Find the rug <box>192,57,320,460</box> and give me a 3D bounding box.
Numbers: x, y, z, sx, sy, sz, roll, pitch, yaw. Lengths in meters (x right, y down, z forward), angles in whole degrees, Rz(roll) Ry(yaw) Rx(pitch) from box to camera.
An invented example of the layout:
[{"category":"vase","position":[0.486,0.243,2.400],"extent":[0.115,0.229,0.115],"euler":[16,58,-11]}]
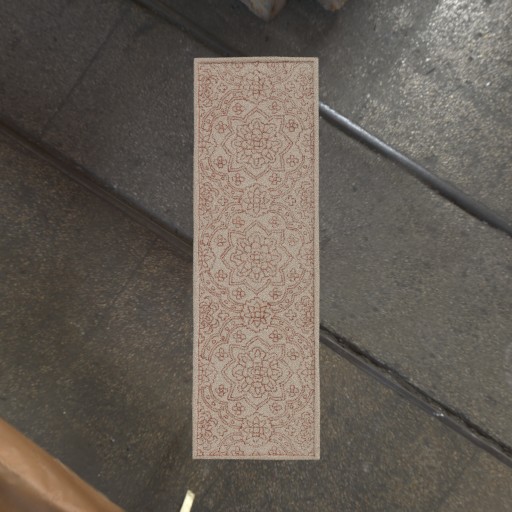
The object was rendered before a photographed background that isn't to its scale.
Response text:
[{"category":"rug","position":[0.000,0.000,2.694],"extent":[0.769,0.012,2.448],"euler":[0,89,1]}]
